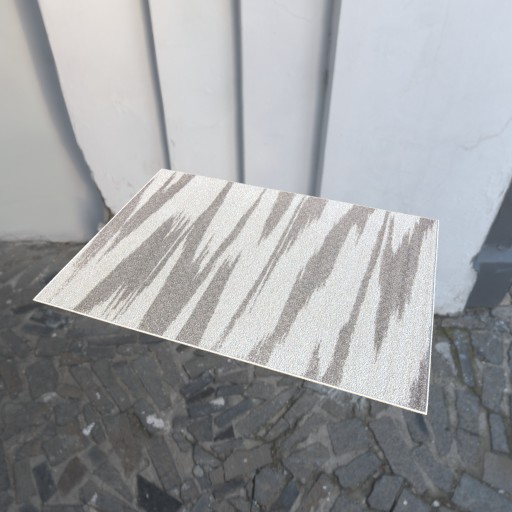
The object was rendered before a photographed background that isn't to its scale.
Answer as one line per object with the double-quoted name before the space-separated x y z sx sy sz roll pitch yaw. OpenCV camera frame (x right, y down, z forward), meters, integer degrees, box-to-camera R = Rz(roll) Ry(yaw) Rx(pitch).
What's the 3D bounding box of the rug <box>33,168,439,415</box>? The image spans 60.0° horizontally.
"rug" 0.000 0.000 2.777 2.142 0.010 1.533 13 43 14
